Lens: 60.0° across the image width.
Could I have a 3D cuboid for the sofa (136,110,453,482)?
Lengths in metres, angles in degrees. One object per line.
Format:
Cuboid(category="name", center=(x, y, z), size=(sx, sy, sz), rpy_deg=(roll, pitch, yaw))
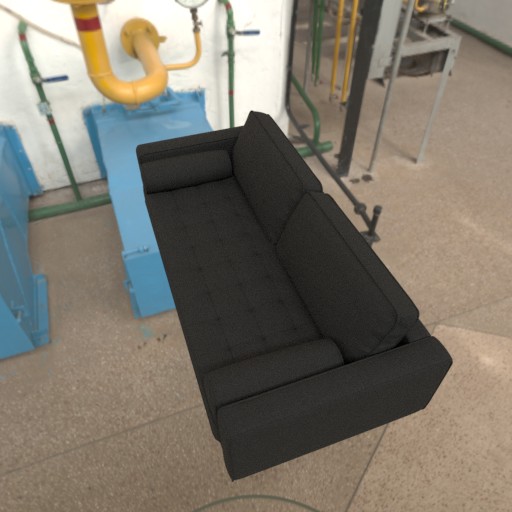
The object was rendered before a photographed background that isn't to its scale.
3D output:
Cuboid(category="sofa", center=(0.000, 0.000, 2.281), size=(0.914, 0.759, 1.875), rpy_deg=(-14, 48, -14))
